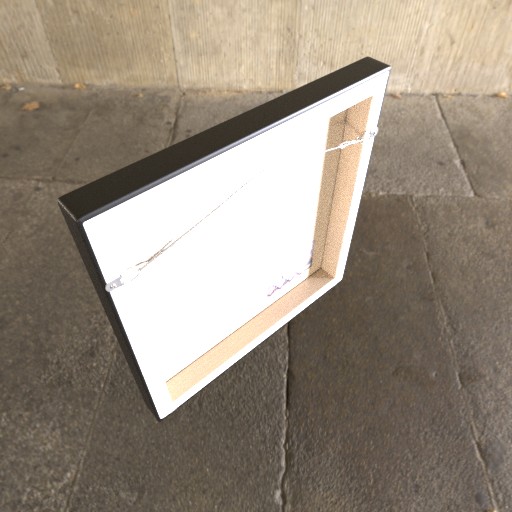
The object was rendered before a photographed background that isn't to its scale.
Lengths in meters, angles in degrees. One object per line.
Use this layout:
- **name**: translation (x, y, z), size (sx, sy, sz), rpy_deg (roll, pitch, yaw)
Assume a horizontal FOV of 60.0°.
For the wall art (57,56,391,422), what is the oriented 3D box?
- **wall art**: translation (0.000, 0.000, 0.596), size (0.406, 0.407, 0.041), rpy_deg (-33, 56, -26)
